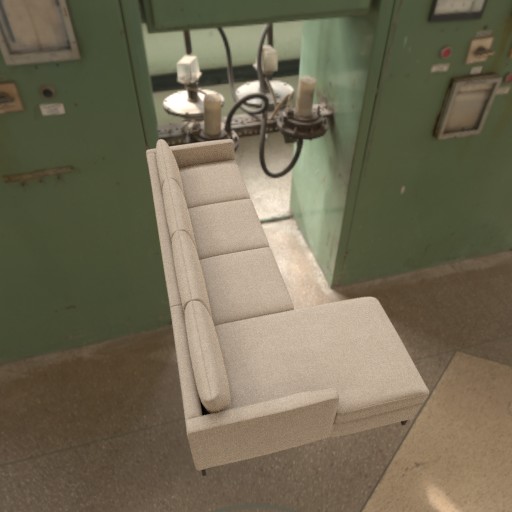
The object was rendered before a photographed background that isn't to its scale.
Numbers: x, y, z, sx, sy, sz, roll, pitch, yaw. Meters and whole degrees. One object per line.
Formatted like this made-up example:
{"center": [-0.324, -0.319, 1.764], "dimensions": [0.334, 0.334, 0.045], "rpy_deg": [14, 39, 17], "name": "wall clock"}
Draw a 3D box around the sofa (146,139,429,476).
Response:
{"center": [0.000, 0.000, 3.580], "dimensions": [1.469, 0.816, 2.923], "rpy_deg": [-10, 46, -10], "name": "sofa"}
